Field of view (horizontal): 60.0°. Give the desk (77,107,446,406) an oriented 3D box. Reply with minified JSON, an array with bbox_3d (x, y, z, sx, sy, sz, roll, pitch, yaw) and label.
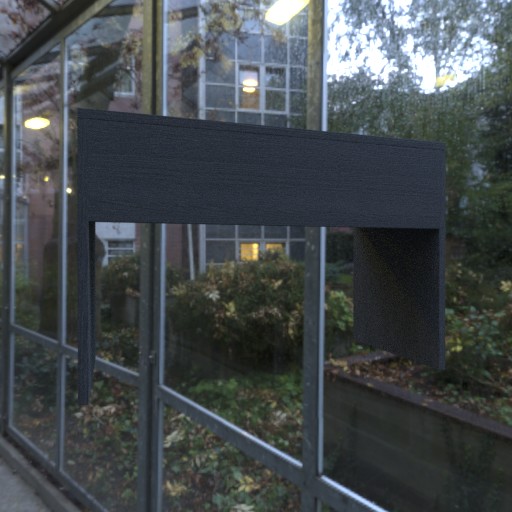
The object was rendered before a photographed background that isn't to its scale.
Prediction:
[{"bbox_3d":[0.000,0.000,1.519,1.099,0.729,0.557,0,0,-18],"label":"desk"}]
